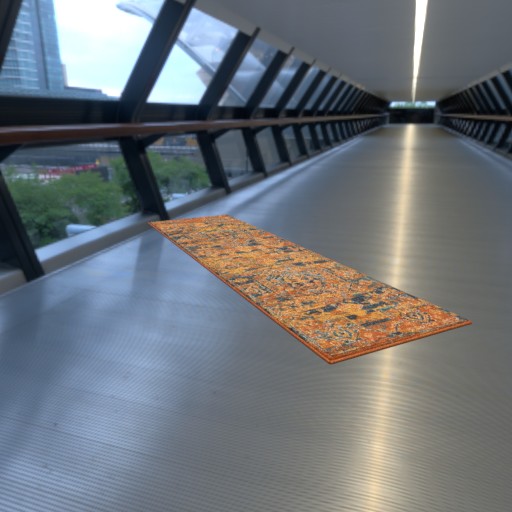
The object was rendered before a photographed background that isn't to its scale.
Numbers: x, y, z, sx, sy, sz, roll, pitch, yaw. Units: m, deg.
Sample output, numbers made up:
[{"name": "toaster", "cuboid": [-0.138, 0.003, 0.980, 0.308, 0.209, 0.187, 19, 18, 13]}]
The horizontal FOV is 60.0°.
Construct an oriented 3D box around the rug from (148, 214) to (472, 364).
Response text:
[{"name": "rug", "cuboid": [0.000, 0.000, 2.473, 0.651, 0.016, 2.274, -8, 18, -26]}]
